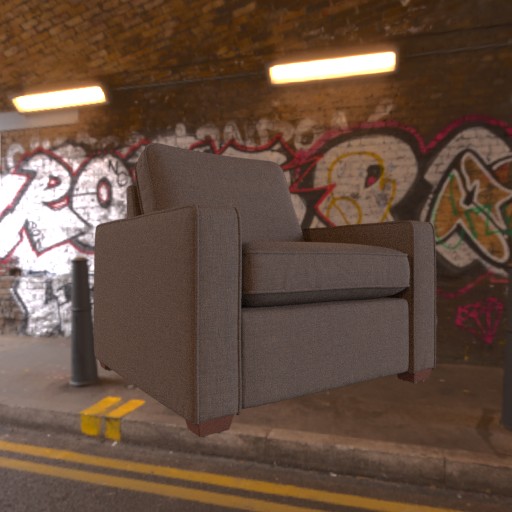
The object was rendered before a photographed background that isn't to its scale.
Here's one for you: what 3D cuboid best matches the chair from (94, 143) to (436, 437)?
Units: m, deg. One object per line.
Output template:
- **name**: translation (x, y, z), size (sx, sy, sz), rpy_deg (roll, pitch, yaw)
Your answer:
- **chair**: translation (0.000, 0.000, 1.725), size (1.017, 0.919, 0.940), rpy_deg (0, 0, -35)
